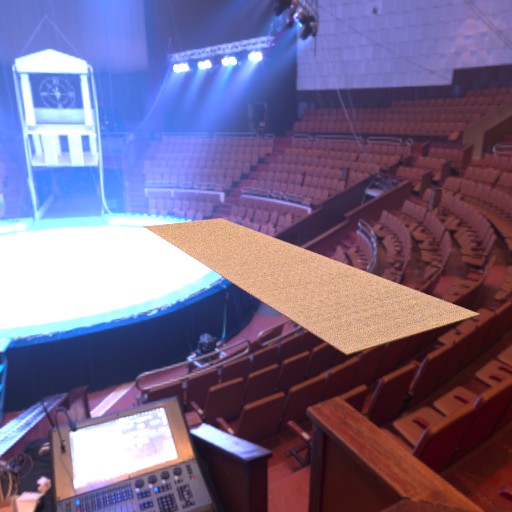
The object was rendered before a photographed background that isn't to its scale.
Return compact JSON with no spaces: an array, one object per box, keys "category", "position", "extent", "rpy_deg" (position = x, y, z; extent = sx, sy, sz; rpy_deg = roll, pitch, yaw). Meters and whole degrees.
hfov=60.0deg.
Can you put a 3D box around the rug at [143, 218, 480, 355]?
[{"category":"rug","position":[0.000,0.000,2.636],"extent":[0.686,0.006,2.437],"rpy_deg":[-8,17,-28]}]
